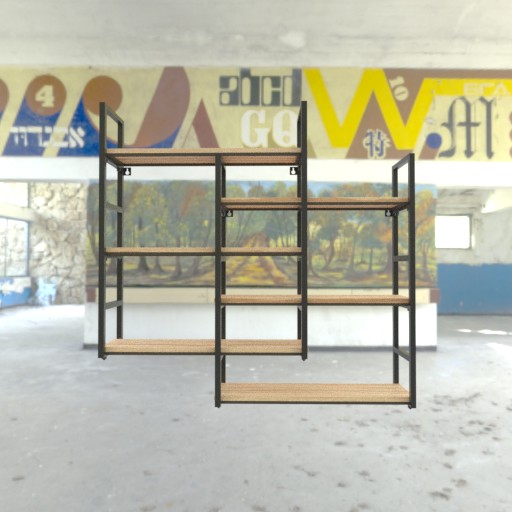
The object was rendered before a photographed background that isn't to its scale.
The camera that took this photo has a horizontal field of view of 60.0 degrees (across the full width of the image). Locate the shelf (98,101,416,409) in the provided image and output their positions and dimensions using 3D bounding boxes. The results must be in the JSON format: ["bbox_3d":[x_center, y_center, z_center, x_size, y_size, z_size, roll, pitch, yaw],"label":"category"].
[{"bbox_3d":[0.000,0.000,1.405,0.946,0.921,0.183,0,-1,1],"label":"shelf"}]
